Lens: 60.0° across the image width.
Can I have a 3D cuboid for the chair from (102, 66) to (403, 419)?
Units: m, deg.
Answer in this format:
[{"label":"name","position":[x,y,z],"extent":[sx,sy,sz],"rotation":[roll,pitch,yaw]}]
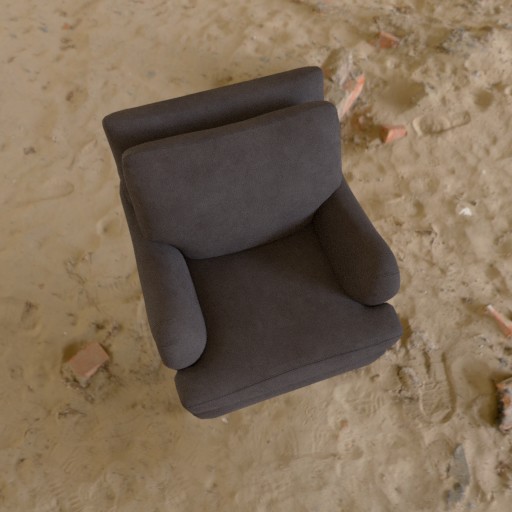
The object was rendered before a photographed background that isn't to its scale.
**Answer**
[{"label":"chair","position":[0.000,0.000,1.882],"extent":[0.955,0.997,1.070],"rotation":[-17,65,-8]}]
